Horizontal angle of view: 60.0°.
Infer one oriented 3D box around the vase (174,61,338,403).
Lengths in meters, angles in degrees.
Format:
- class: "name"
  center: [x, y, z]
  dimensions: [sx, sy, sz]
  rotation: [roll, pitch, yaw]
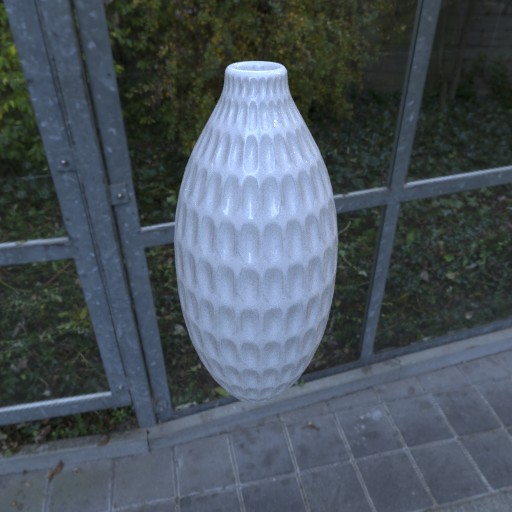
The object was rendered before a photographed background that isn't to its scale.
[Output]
- class: "vase"
  center: [0.000, 0.000, 0.353]
  dimensions: [0.127, 0.282, 0.127]
  rotation: [0, 33, 0]
